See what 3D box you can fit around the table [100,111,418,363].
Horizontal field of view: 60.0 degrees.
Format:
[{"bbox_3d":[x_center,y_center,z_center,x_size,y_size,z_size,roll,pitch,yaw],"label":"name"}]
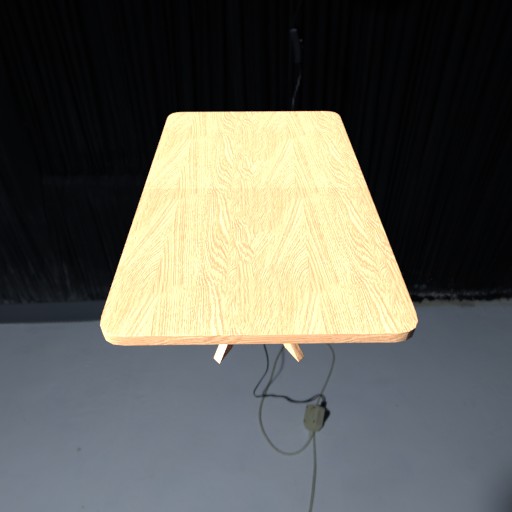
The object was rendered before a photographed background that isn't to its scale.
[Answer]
[{"bbox_3d":[0.000,0.000,2.136,0.950,0.770,1.600,-1,40,-1],"label":"table"}]
